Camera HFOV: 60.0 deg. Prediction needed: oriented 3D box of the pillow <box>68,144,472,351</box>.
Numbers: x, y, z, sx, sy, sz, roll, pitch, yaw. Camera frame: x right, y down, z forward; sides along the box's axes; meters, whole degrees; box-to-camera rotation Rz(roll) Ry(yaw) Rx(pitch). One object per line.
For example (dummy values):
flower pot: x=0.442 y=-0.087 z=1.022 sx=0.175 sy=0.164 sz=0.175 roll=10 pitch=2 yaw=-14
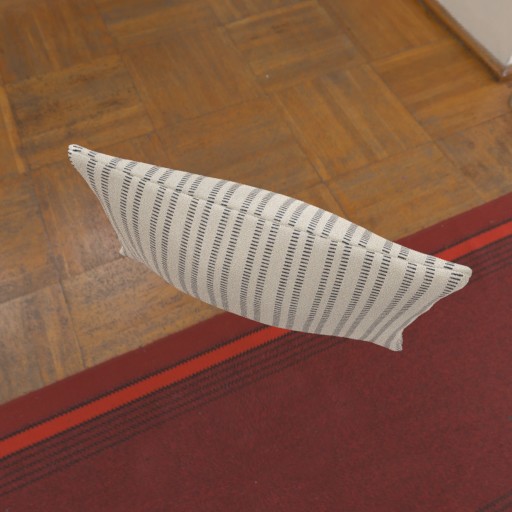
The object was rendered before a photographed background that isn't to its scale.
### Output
pillow: x=0.000 y=0.000 z=0.804 sx=0.640 sy=0.353 sz=0.210 roll=18 pitch=64 yaw=9
